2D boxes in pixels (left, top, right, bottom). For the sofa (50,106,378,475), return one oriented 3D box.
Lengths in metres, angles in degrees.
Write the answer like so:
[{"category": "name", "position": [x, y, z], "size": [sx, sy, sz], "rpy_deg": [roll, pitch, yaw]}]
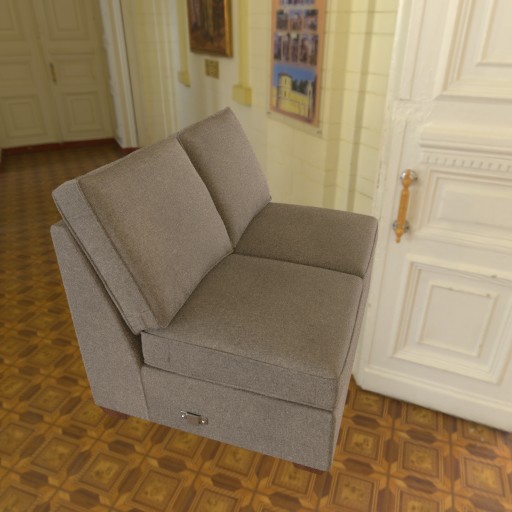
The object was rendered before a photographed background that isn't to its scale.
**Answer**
[{"category": "sofa", "position": [0.000, 0.000, 1.907], "size": [0.951, 1.008, 1.237], "rpy_deg": [9, 30, 16]}]
